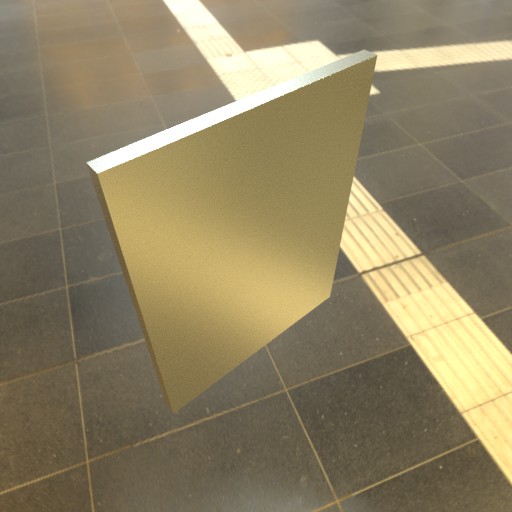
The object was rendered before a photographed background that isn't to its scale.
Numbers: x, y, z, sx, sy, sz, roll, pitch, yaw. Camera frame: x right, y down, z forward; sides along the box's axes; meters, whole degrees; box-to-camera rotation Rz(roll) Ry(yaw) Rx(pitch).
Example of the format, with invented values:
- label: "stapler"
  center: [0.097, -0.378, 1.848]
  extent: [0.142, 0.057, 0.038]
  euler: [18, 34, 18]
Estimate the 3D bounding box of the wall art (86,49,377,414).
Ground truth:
- label: "wall art"
  center: [0.000, 0.000, 0.761]
  extent: [0.444, 0.569, 0.025]
  euler: [-32, 54, -26]
